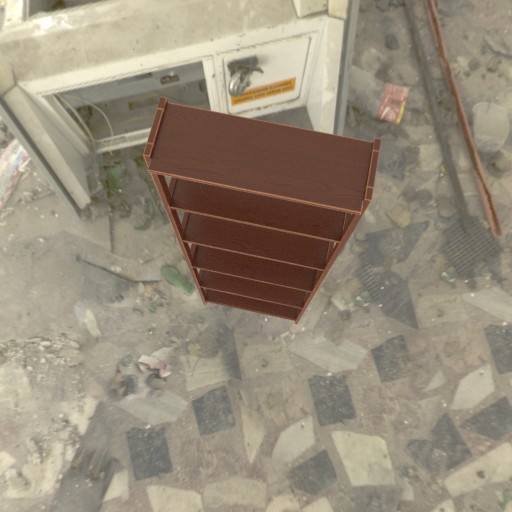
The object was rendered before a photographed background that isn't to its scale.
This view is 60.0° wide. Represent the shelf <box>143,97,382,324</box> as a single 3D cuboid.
[{"bbox_3d":[0.000,0.000,2.162,0.660,1.892,0.381,12,77,3],"label":"shelf"}]
